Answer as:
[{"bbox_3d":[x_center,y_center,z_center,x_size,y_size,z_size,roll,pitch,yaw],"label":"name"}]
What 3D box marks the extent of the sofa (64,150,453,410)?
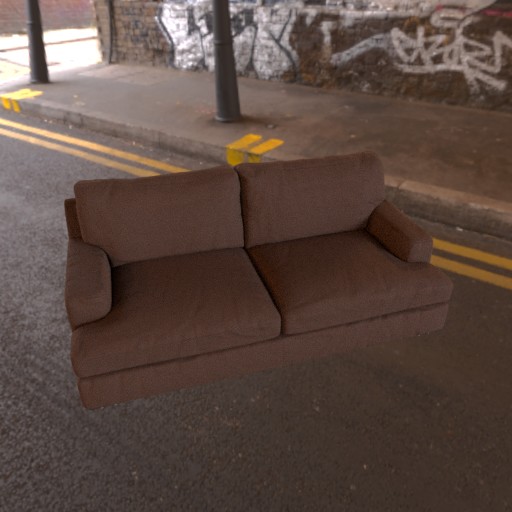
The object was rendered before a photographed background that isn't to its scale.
[{"bbox_3d":[0.000,0.000,2.830,2.274,0.950,1.140,-9,33,-14],"label":"sofa"}]
